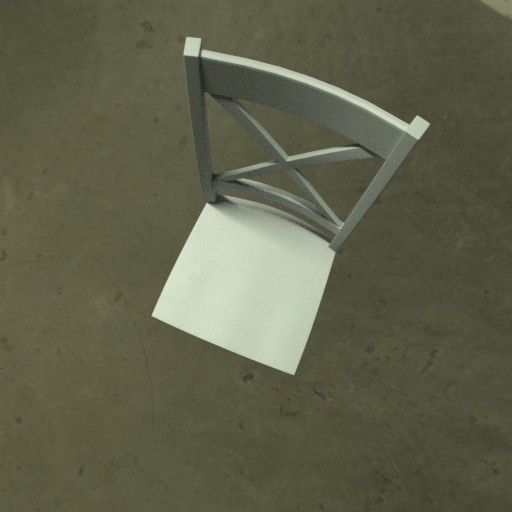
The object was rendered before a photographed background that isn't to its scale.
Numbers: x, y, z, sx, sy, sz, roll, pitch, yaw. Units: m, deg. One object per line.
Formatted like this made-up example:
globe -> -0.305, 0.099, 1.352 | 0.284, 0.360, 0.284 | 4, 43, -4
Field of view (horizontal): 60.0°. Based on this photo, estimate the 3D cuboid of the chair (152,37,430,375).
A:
chair -> 0.000, 0.000, 1.256 | 0.485, 0.983, 0.542 | 22, 78, 5
